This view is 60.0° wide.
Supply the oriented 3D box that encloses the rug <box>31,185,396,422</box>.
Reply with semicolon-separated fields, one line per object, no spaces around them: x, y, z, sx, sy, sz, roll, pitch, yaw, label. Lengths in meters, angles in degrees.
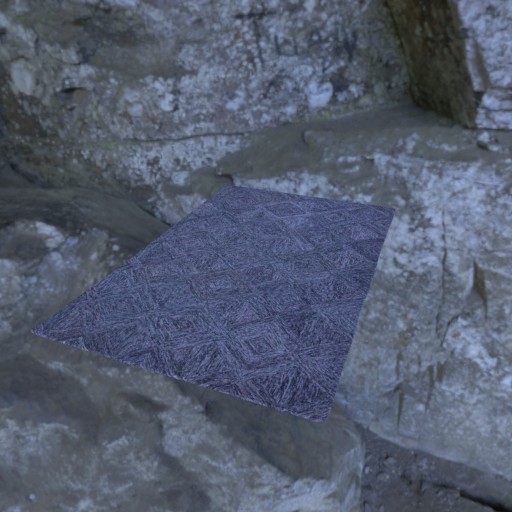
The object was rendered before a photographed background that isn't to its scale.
0.000;0.000;2.204;1.158;0.013;1.752;11;31;19;rug
